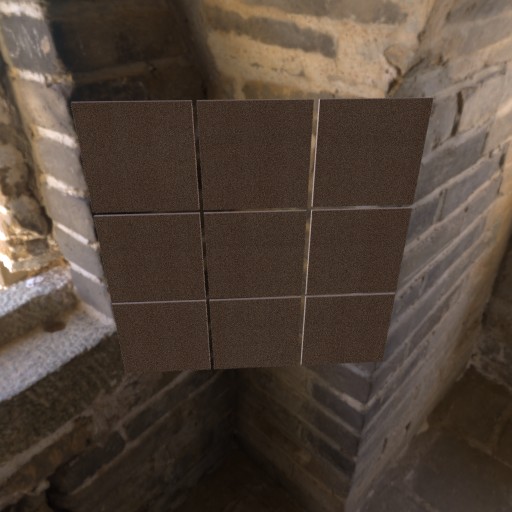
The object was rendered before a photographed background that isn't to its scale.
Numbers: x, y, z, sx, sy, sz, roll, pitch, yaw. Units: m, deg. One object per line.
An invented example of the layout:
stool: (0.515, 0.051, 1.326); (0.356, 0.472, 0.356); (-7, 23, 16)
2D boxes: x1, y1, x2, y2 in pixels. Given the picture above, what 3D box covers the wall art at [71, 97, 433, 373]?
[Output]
wall art: (0.000, 0.000, 1.799); (1.219, 1.218, 0.013); (-2, 30, -3)
